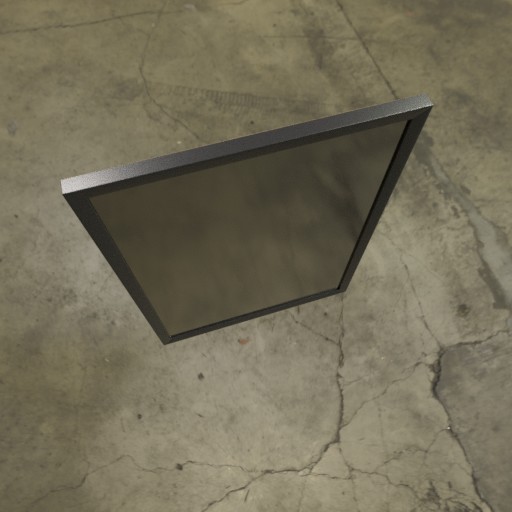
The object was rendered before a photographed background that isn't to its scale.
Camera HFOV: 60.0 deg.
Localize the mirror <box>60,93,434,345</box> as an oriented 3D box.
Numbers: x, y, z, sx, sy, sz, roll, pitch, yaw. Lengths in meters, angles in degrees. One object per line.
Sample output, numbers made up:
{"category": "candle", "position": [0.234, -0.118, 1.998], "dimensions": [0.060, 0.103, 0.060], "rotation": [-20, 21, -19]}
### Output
{"category": "mirror", "position": [0.000, 0.000, 1.331], "dimensions": [0.762, 1.016, 0.040], "rotation": [-15, 64, -8]}
